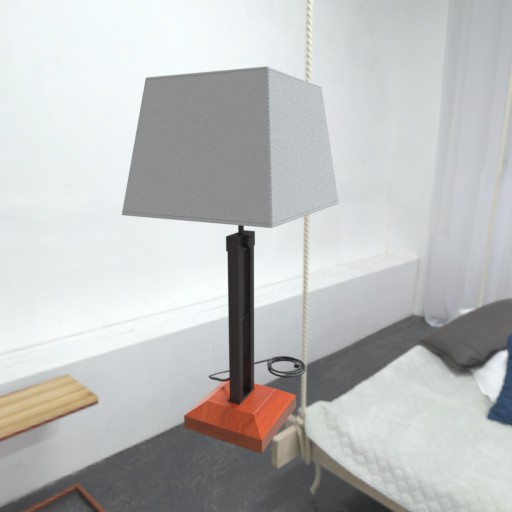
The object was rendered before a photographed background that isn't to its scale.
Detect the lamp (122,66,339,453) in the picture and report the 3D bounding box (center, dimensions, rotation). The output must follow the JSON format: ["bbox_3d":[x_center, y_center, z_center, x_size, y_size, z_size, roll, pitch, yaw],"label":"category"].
[{"bbox_3d":[0.000,0.000,0.998,0.310,0.737,0.498,7,15,26],"label":"lamp"}]
